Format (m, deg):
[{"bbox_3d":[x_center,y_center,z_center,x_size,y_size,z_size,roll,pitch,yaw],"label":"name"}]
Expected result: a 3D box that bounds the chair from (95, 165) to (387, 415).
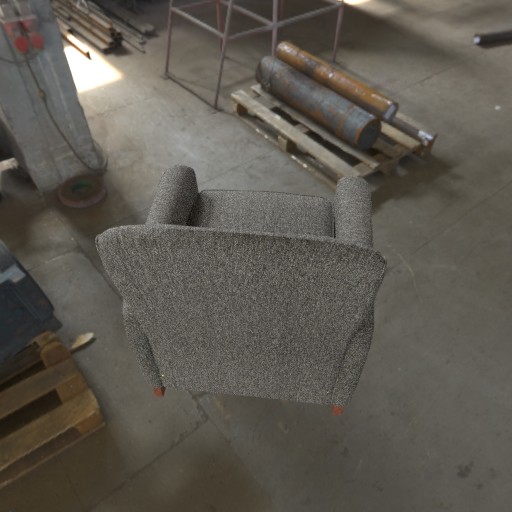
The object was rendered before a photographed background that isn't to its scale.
[{"bbox_3d":[0.000,0.000,1.626,0.848,1.014,0.864,4,47,4],"label":"chair"}]
